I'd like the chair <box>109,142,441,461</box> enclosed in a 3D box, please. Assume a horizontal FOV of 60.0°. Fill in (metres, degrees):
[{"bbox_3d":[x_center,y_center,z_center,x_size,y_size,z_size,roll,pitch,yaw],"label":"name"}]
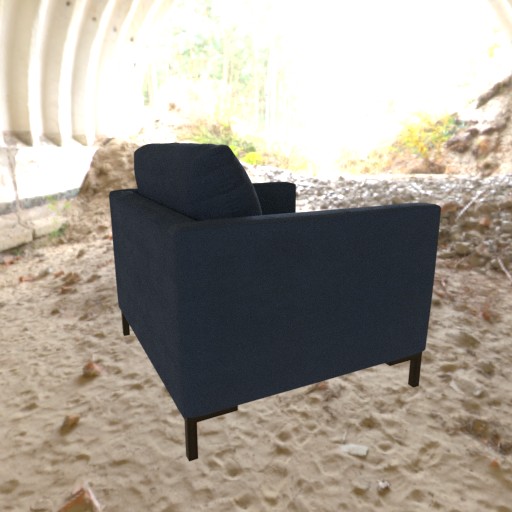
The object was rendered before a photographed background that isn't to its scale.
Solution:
[{"bbox_3d":[0.000,0.000,1.637,0.875,0.812,0.964,-7,16,-26],"label":"chair"}]
